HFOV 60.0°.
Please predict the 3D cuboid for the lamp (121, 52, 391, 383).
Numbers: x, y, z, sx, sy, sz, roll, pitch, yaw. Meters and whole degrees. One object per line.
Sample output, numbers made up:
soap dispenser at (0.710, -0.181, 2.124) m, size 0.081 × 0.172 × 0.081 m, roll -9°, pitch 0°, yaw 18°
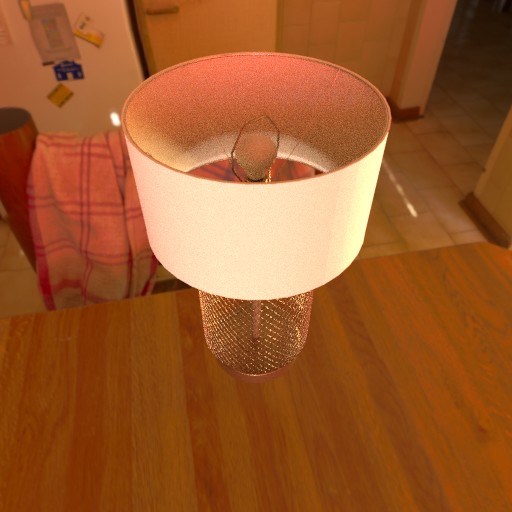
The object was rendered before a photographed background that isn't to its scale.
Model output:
lamp at (0.000, 0.000, 0.796) m, size 0.353 × 0.578 × 0.353 m, roll 0°, pitch 46°, yaw 0°
